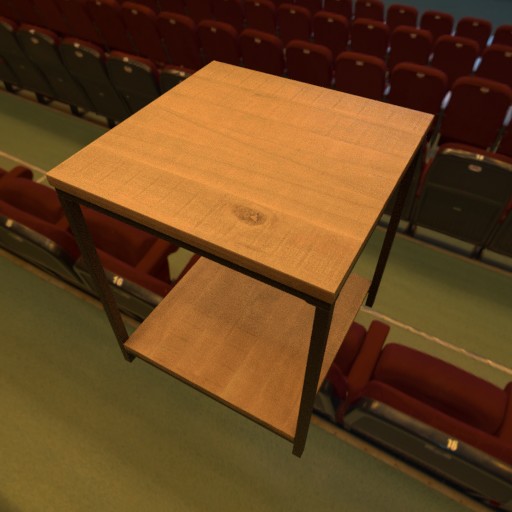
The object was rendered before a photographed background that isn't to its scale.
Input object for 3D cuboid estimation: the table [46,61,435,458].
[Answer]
[{"bbox_3d":[0.000,0.000,1.002,0.507,0.589,0.503,22,50,20],"label":"table"}]
